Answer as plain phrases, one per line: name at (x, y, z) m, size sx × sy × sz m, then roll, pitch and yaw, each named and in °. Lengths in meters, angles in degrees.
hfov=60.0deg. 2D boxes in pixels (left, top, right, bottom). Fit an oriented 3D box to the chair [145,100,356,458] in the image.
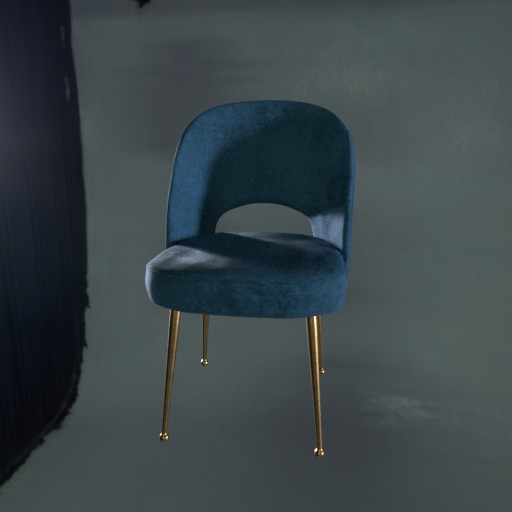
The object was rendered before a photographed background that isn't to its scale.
chair at (0.000, 0.000, 1.226) m, size 0.527 × 0.860 × 0.577 m, roll 2°, pitch 15°, yaw 8°
